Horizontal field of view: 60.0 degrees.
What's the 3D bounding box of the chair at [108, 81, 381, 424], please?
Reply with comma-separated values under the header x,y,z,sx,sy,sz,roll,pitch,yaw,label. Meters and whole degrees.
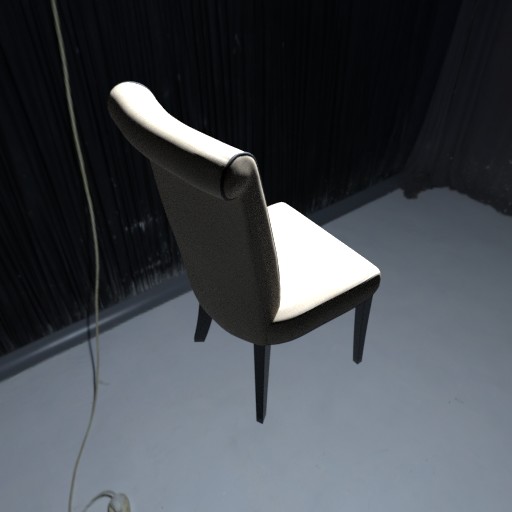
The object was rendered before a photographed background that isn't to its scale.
x,y,z,sx,sy,sz,roll,pitch,yaw,label
0.000,0.000,1.344,0.623,0.997,0.522,-25,45,-27,chair
